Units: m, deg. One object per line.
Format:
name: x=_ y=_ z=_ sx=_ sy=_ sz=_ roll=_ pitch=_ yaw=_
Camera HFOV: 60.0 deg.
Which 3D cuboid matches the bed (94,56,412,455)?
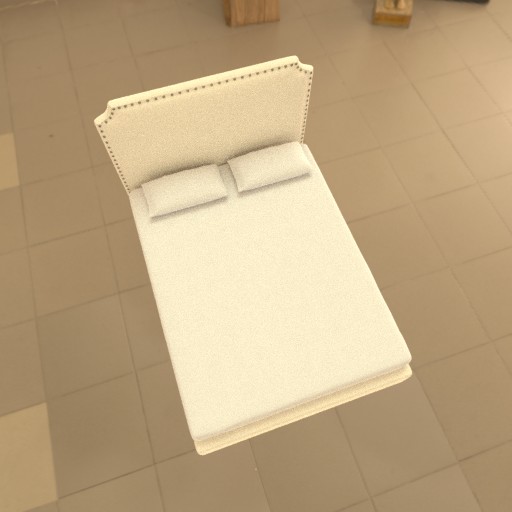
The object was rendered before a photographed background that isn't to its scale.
bed: x=0.000 y=0.000 z=3.421 sx=1.712 sy=1.497 sz=2.372 roll=-17 pitch=66 yaw=-8
